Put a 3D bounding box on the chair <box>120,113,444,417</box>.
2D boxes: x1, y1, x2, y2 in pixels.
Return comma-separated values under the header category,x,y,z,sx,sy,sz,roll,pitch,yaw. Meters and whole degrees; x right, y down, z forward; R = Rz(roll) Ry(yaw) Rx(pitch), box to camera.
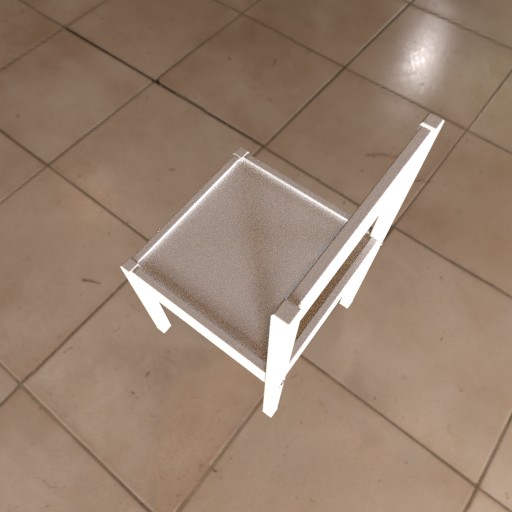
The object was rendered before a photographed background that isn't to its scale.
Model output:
category,x,y,z,sx,sy,sz,roll,pitch,yaw
chair,0.000,0.000,0.672,0.285,0.505,0.285,34,67,16
